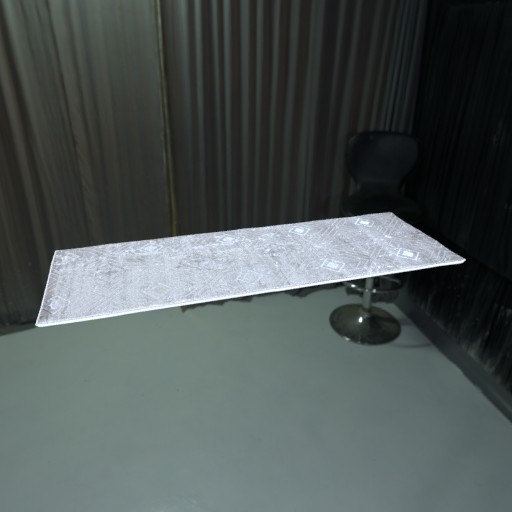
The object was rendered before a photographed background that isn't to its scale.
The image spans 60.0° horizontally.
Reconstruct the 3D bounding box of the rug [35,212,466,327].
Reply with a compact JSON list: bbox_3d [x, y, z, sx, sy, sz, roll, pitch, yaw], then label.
[{"bbox_3d":[0.000,0.000,2.718,2.381,0.035,0.832,-7,27,-15],"label":"rug"}]
